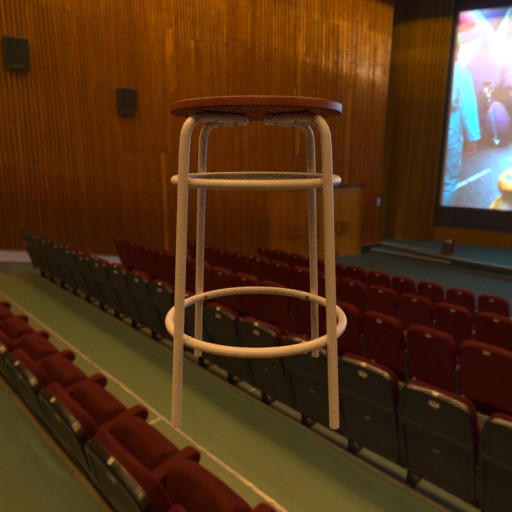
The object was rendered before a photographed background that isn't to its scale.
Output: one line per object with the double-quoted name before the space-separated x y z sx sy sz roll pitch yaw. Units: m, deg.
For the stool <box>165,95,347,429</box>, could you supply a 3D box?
"stool" 0.000 0.000 0.946 0.455 0.610 0.455 -12 18 -43
